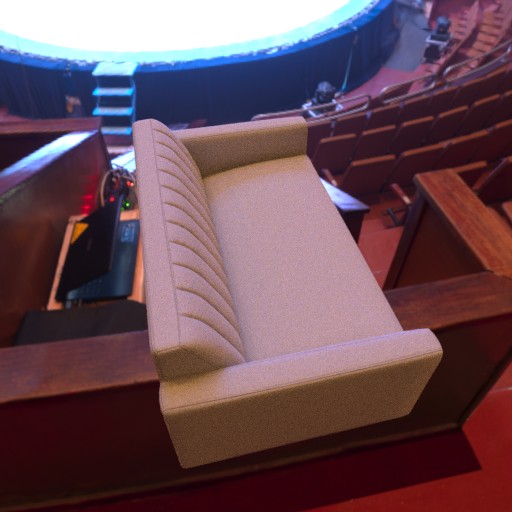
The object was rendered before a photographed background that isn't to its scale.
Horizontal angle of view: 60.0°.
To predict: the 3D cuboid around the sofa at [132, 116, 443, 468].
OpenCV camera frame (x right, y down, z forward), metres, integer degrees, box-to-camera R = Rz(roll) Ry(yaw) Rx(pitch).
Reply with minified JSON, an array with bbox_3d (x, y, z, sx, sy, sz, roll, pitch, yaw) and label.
[{"bbox_3d":[0.000,0.000,2.086,0.950,0.801,1.585,-10,47,-9],"label":"sofa"}]
